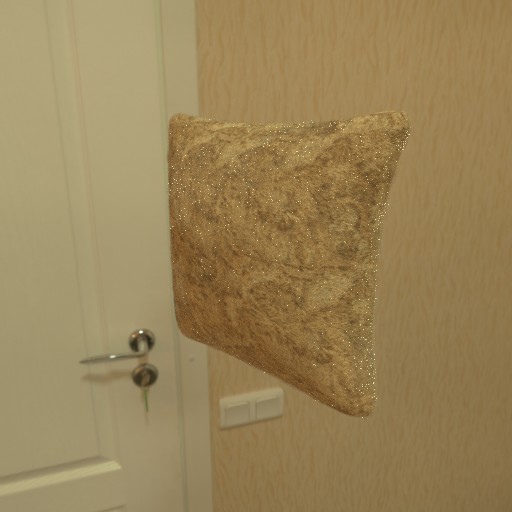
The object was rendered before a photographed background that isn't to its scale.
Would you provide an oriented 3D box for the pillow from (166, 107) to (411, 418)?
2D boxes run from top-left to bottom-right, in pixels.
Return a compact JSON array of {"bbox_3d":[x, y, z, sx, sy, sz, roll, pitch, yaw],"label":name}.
[{"bbox_3d":[0.000,0.000,0.834,0.538,0.525,0.216,15,22,41],"label":"pillow"}]
